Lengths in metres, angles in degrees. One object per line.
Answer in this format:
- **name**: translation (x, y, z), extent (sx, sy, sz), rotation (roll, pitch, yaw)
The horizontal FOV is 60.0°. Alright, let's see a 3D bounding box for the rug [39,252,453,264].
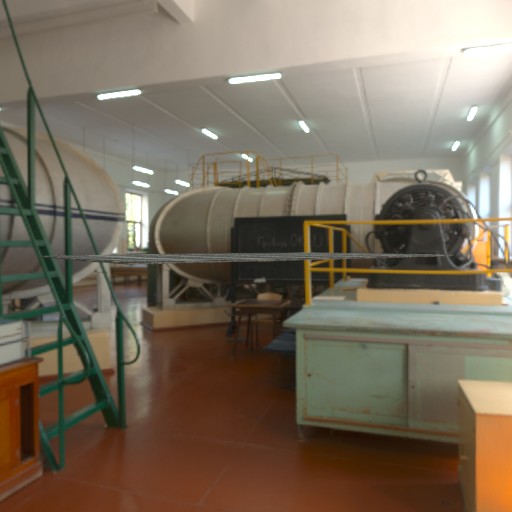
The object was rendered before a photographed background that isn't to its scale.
- **rug**: translation (0.000, 0.000, 3.052), extent (2.434, 0.015, 1.520), rotation (-1, 2, -38)
